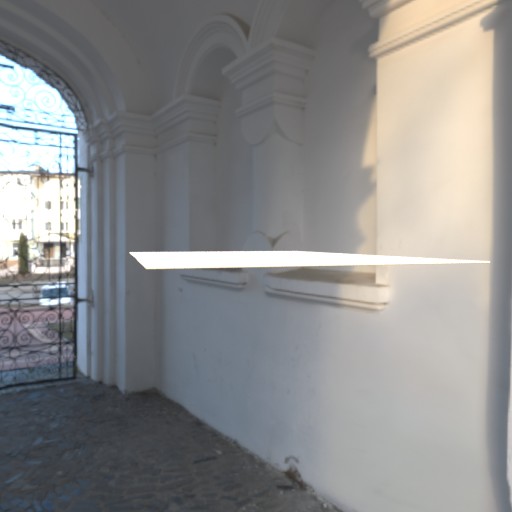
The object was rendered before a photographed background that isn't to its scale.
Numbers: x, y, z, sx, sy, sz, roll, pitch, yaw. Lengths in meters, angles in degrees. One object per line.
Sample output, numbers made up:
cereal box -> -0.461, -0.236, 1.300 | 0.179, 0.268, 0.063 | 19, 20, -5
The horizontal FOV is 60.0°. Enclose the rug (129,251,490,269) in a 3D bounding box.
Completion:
rug -> 0.000, 0.000, 2.305 | 1.220, 0.007, 1.828 | -1, 2, -17
